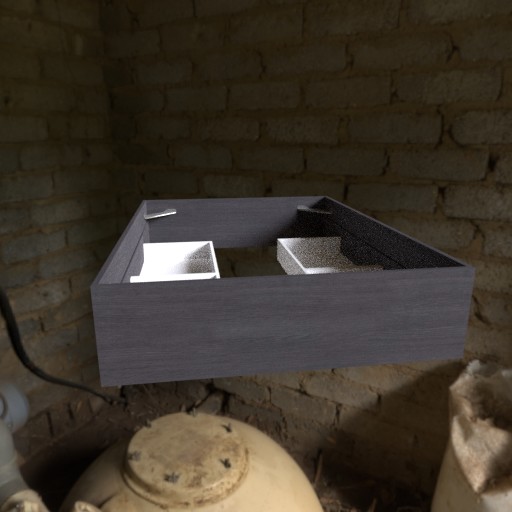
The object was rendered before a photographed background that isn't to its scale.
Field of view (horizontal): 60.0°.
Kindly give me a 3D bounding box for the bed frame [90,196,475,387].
[{"bbox_3d":[0.000,0.000,2.610,1.448,0.459,1.944,-2,16,-8],"label":"bed frame"}]
